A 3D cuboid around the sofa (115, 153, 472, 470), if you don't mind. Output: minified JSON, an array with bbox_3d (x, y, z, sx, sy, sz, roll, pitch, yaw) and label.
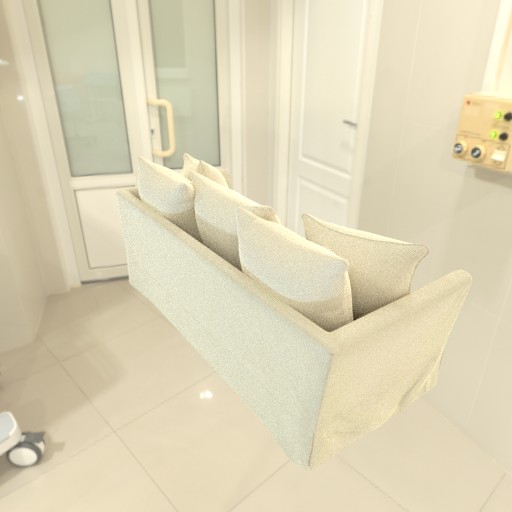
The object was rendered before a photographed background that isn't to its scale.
[{"bbox_3d":[0.000,0.000,2.831,1.031,1.034,2.290,-18,32,-31],"label":"sofa"}]
